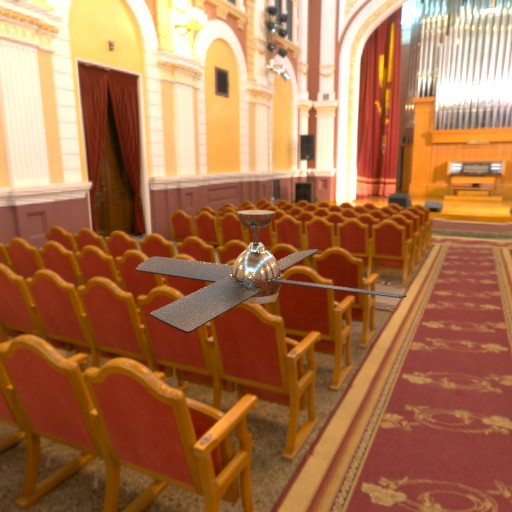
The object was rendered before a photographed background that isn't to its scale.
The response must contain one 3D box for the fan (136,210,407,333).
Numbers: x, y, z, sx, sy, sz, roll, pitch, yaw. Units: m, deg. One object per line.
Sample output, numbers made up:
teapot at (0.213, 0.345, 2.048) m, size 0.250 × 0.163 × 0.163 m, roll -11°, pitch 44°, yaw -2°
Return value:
fan at (0.000, 0.000, 2.033) m, size 1.332 × 0.403 × 1.332 m, roll 6°, pitch 14°, yaw 26°
